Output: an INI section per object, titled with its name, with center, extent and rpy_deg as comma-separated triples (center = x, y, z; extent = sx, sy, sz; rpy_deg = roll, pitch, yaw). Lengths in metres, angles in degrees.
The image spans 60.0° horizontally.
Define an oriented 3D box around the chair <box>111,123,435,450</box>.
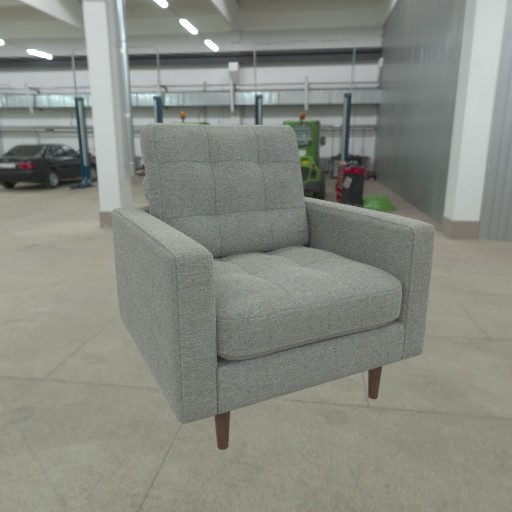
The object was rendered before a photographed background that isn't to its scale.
[chair]
center = 0.000, 0.000, 1.514
extent = 0.821, 0.880, 0.843
rpy_deg = -7, 16, -26
